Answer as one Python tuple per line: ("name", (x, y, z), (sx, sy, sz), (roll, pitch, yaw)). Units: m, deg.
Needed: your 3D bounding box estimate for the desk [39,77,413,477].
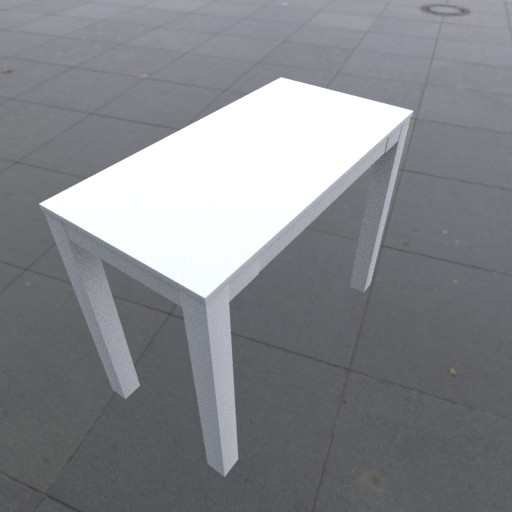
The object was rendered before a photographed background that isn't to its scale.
("desk", (0.000, 0.000, 1.447), (0.497, 0.762, 0.990), (26, 47, 26))
